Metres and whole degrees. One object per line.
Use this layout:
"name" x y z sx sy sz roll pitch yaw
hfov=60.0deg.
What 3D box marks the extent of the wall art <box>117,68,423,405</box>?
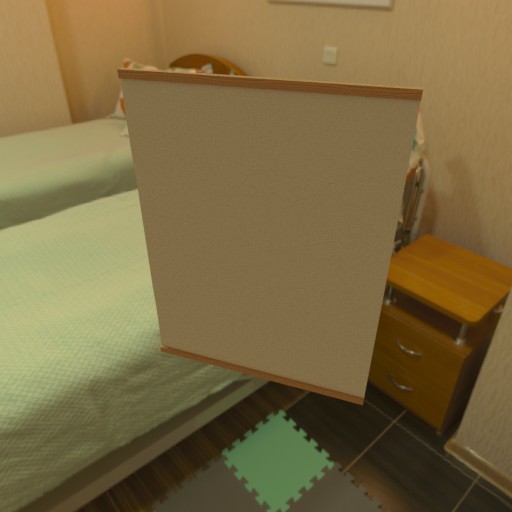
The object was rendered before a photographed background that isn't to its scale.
"wall art" 0.000 0.000 0.798 0.458 0.605 0.011 11 34 16
